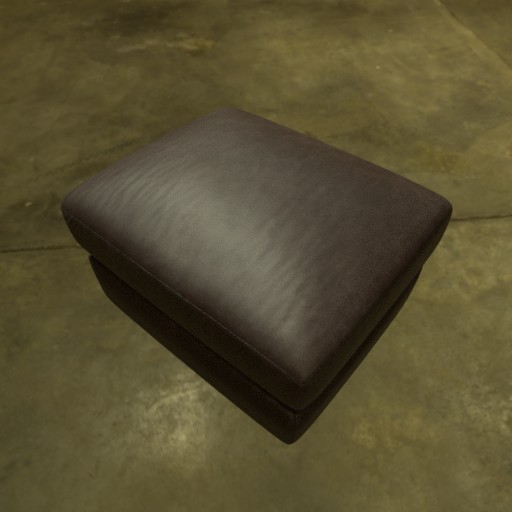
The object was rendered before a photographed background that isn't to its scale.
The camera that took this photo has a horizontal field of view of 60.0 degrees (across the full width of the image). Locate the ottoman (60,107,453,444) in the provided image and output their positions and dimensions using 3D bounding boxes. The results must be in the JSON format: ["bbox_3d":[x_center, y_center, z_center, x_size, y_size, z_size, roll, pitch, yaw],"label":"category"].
[{"bbox_3d":[0.000,0.000,1.263,0.806,0.569,0.670,31,54,27],"label":"ottoman"}]
